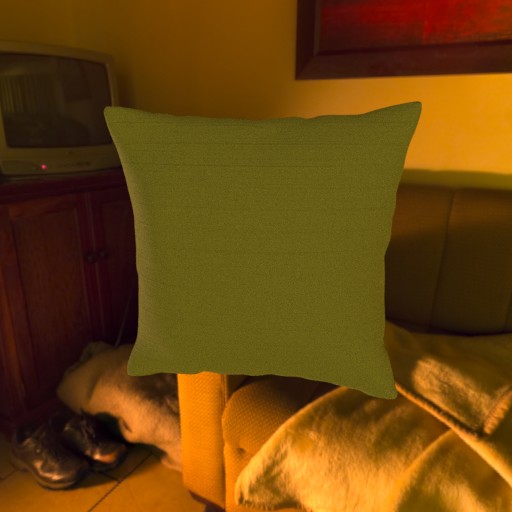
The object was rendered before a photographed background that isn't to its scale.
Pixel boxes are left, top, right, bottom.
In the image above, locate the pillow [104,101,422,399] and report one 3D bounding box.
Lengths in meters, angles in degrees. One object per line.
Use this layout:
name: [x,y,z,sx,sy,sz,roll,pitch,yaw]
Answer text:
pillow: [0.000,0.000,0.706,0.470,0.464,0.175,2,16,8]
